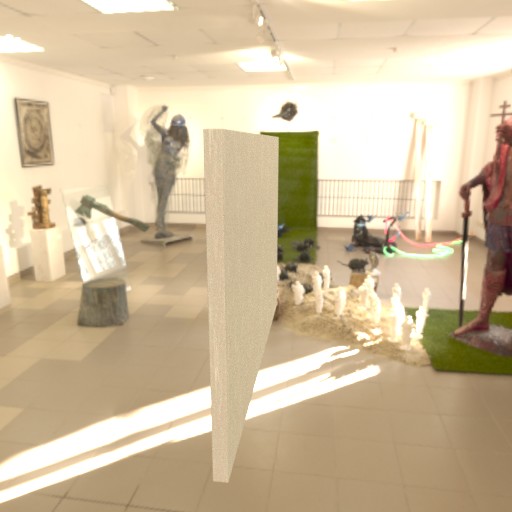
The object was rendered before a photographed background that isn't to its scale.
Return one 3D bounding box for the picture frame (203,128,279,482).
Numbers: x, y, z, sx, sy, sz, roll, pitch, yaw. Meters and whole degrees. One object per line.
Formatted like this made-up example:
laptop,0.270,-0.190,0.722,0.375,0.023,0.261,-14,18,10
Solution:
picture frame,0.000,0.000,1.212,0.029,0.640,0.950,2,14,8
